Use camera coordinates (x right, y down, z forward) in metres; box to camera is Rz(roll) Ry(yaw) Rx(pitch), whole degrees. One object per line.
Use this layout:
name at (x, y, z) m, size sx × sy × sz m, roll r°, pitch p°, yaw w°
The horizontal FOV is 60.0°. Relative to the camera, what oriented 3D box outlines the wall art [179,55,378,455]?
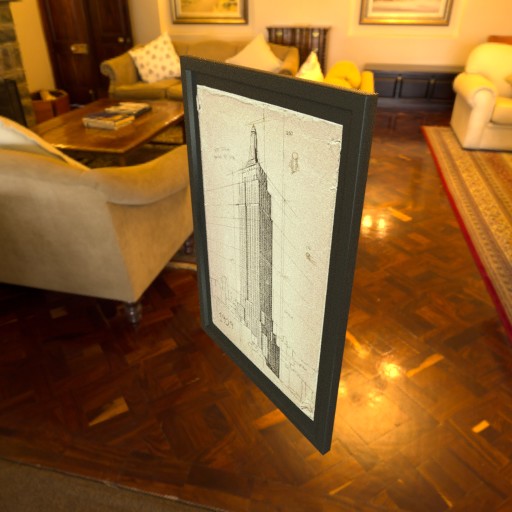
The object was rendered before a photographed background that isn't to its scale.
wall art at (0.000, 0.000, 0.553) m, size 0.013 × 0.431 × 0.303 m, roll -20°, pitch 36°, yaw -30°
